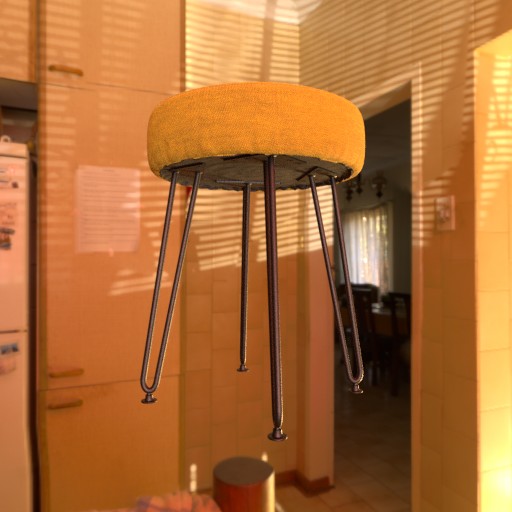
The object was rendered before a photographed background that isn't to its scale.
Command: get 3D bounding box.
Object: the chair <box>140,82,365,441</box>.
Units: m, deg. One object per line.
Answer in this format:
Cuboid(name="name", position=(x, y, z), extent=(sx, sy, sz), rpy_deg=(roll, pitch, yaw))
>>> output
Cuboid(name="chair", position=(0.000, 0.000, 0.721), extent=(0.345, 0.455, 0.345), rpy_deg=(0, -1, 36))
